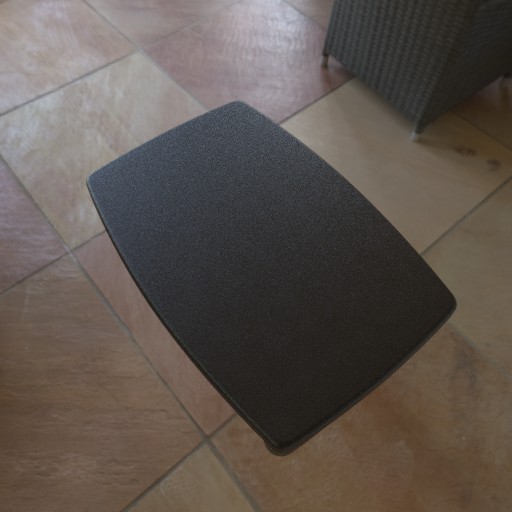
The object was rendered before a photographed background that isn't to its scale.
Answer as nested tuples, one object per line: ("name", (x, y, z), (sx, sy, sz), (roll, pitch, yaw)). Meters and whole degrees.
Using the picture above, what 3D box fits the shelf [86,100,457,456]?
("shelf", (0.000, 0.000, 0.544), (0.280, 0.100, 0.410), (-33, 65, -18))
